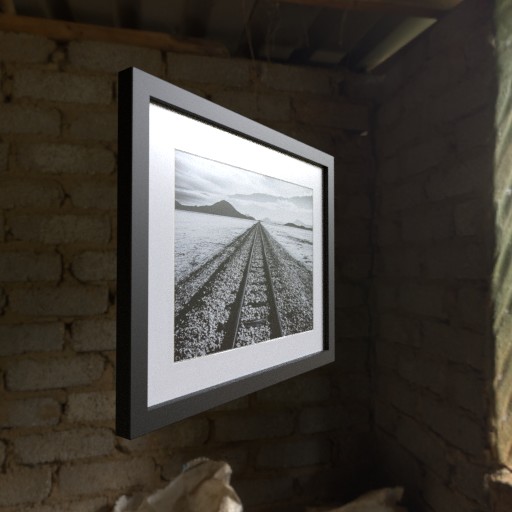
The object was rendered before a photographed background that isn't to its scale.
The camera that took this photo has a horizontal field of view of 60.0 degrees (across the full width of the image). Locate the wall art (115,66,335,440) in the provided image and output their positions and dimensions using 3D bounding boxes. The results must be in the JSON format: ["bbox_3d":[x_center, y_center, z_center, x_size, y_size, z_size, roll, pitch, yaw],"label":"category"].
[{"bbox_3d":[0.000,0.000,0.775,0.029,0.458,0.559,-1,-2,36],"label":"wall art"}]
